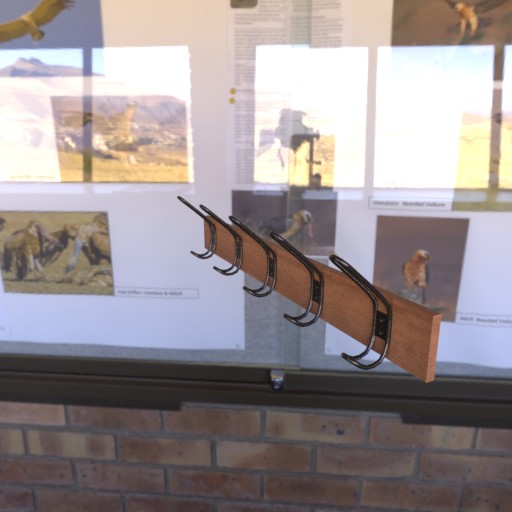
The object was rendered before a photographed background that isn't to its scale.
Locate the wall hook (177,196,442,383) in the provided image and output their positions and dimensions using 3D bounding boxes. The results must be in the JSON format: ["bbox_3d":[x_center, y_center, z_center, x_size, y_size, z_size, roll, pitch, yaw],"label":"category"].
[{"bbox_3d":[0.000,0.000,0.606,0.076,0.116,0.554,-8,17,-26],"label":"wall hook"}]
